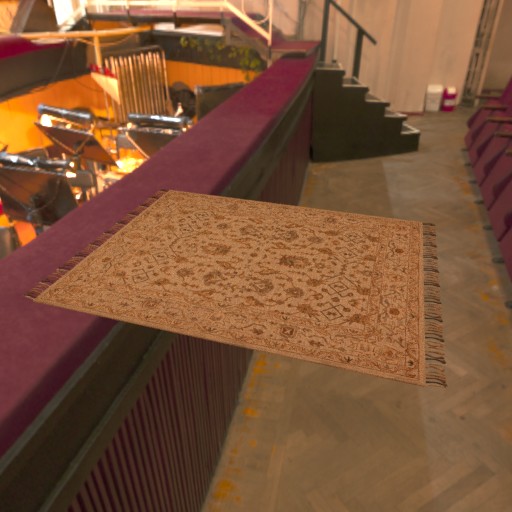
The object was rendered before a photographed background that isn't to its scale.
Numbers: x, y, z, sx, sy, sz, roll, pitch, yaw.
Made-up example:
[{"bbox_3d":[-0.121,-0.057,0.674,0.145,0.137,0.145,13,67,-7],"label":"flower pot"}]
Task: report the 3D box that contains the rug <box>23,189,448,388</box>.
[{"bbox_3d":[0.000,0.000,2.203,1.726,0.009,1.278,9,32,15],"label":"rug"}]
